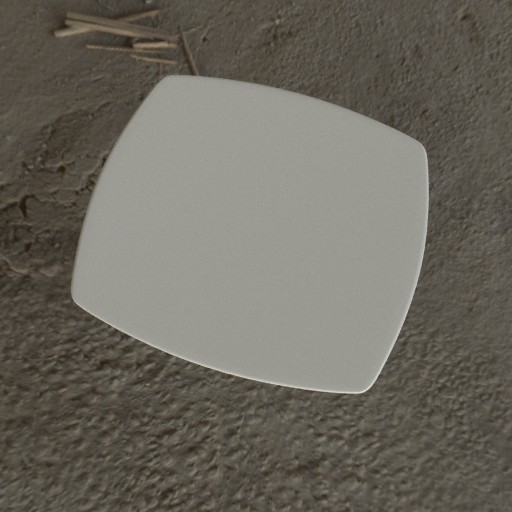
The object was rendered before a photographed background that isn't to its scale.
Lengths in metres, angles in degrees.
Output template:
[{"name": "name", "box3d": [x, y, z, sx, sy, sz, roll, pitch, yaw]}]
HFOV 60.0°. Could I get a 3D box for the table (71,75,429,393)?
[{"name": "table", "box3d": [0.000, 0.000, 0.873, 0.502, 0.438, 0.451, 17, 76, 4]}]
